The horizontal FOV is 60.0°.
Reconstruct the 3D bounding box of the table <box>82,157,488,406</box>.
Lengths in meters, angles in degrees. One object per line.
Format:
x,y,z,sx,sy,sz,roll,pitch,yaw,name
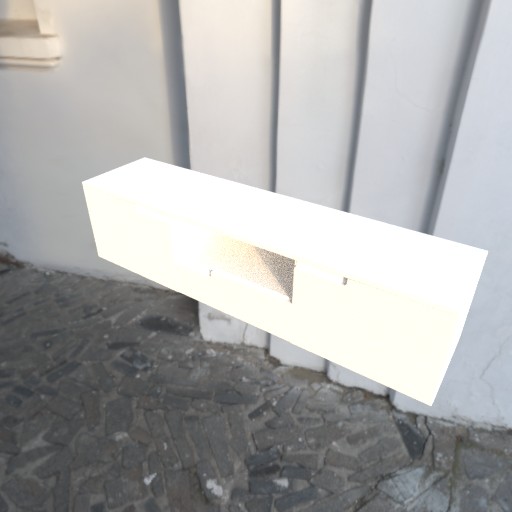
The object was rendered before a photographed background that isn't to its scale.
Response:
0.000,0.000,1.879,1.650,0.420,0.390,20,37,28,table
